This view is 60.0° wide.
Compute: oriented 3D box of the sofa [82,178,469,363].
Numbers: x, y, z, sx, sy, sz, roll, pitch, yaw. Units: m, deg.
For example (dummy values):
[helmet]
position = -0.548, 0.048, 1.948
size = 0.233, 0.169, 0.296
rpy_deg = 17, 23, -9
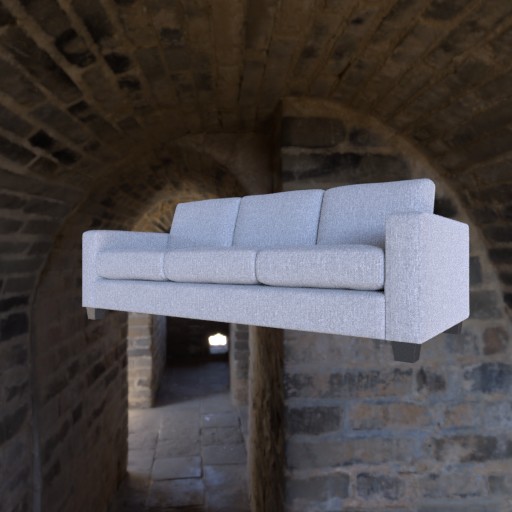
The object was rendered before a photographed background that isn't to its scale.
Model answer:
[sofa]
position = 0.000, 0.000, 2.571
size = 2.120, 0.800, 0.900
rpy_deg = 0, 0, 36
